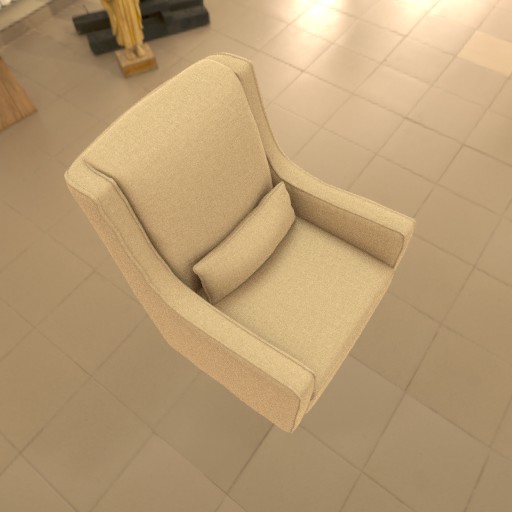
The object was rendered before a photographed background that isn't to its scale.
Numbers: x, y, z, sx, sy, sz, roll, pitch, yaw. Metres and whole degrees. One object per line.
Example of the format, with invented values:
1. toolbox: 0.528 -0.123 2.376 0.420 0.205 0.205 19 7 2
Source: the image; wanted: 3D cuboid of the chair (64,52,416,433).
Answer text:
1. chair: 0.000 0.000 1.578 0.879 0.993 0.732 32 64 18
